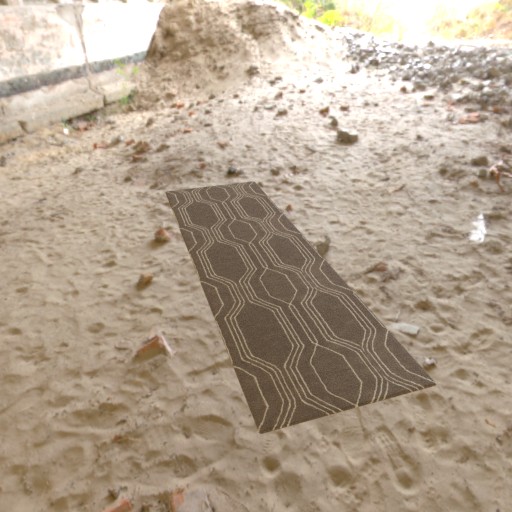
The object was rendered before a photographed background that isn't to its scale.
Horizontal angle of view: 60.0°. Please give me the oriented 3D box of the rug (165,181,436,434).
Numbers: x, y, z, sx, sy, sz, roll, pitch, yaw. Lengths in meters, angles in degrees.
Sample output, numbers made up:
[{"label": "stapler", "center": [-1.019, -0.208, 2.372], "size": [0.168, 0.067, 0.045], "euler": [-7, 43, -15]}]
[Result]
[{"label": "rug", "center": [0.000, 0.000, 2.737], "size": [0.773, 0.012, 2.464], "euler": [-9, 31, -15]}]
